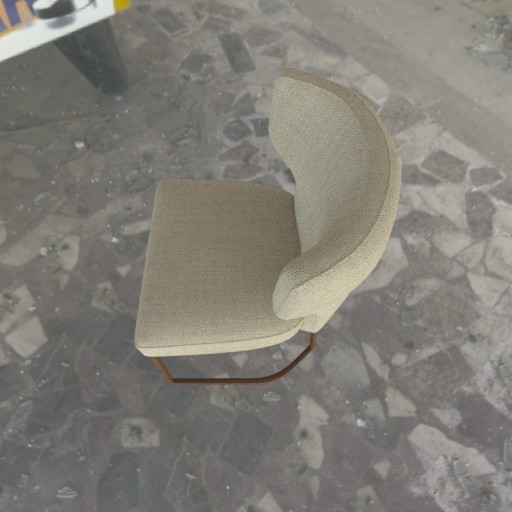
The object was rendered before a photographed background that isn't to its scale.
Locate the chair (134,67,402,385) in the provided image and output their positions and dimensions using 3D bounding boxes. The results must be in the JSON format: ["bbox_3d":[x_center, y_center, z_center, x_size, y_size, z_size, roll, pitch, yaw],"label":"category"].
[{"bbox_3d":[0.000,0.000,1.259,0.617,0.824,0.611,0,60,0],"label":"chair"}]
